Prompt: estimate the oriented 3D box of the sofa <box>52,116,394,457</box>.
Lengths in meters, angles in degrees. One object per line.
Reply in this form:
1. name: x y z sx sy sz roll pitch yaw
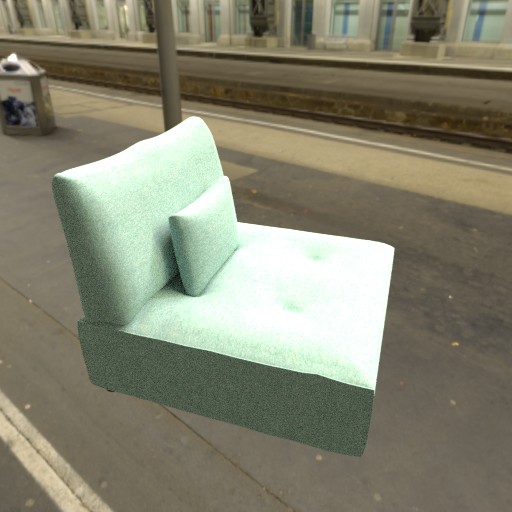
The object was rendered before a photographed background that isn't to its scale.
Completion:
1. sofa: 0.000 0.000 1.683 1.000 0.820 0.930 9 30 16
